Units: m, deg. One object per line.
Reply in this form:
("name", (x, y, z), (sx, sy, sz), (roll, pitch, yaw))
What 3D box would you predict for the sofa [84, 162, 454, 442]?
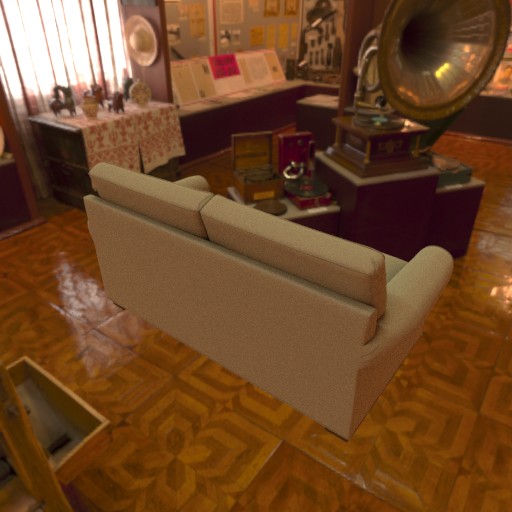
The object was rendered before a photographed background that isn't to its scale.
("sofa", (0.000, 0.000, 2.487), (1.930, 0.952, 0.940), (22, 37, 32))
